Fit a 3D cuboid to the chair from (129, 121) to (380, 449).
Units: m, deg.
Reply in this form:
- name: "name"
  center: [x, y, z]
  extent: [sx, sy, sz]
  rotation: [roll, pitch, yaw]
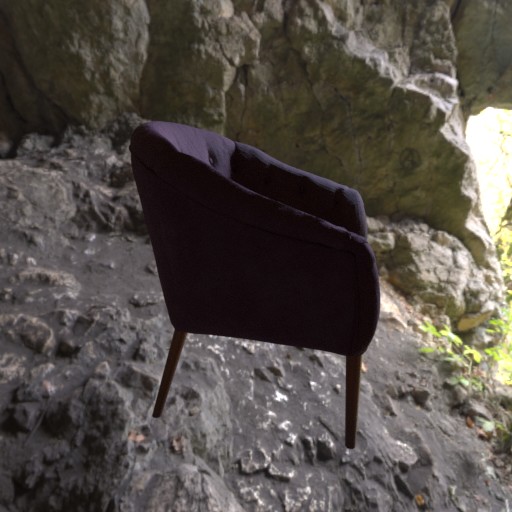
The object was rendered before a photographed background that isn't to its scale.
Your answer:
- name: "chair"
  center: [0.000, 0.000, 1.519]
  extent: [0.776, 0.885, 0.851]
  rotation: [3, 17, 10]
